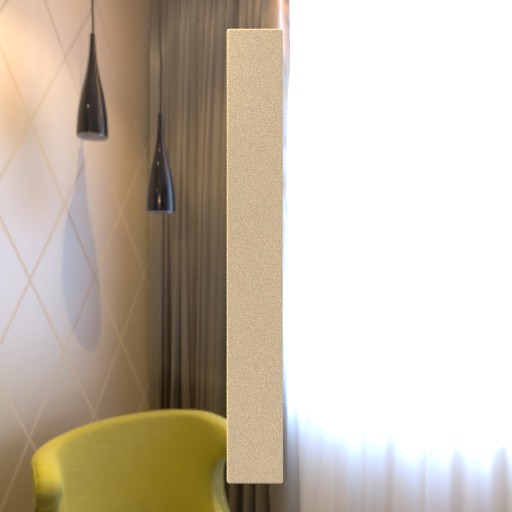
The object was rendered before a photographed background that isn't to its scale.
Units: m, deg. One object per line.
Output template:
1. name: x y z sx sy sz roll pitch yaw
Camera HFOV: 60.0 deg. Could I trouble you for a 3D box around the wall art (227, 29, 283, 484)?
1. wall art: 0.000 0.000 0.448 0.038 0.305 0.305 0 0 0
